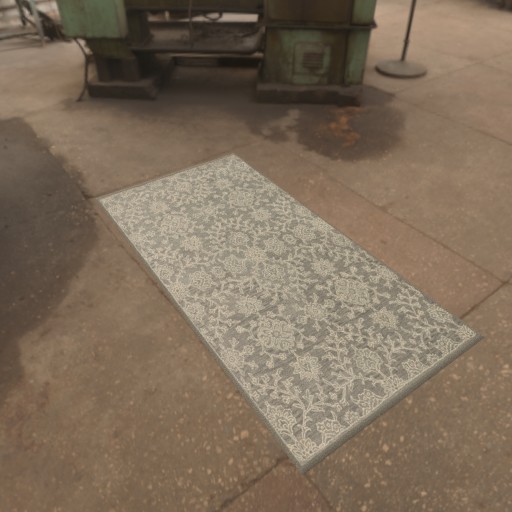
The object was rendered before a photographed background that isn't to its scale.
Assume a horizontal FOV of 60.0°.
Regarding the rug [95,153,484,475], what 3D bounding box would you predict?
[{"bbox_3d":[0.000,0.000,3.526,1.546,0.011,3.048,-25,47,-25],"label":"rug"}]
